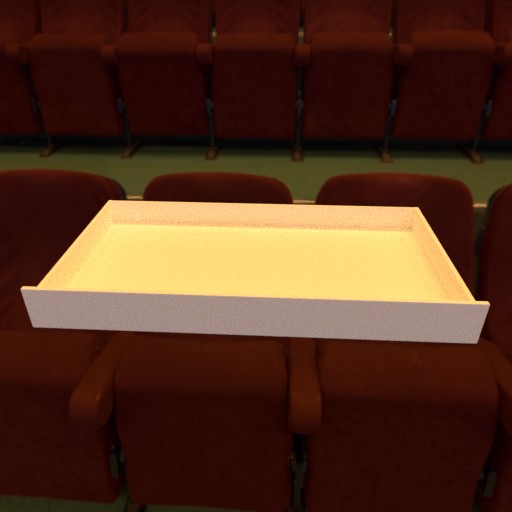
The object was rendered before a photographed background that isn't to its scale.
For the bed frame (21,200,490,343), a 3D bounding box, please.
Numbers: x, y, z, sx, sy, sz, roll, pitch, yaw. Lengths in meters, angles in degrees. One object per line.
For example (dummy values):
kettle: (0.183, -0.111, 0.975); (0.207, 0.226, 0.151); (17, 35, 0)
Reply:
bed frame: (0.000, 0.000, 1.545); (1.300, 0.141, 0.670); (2, 31, 3)
